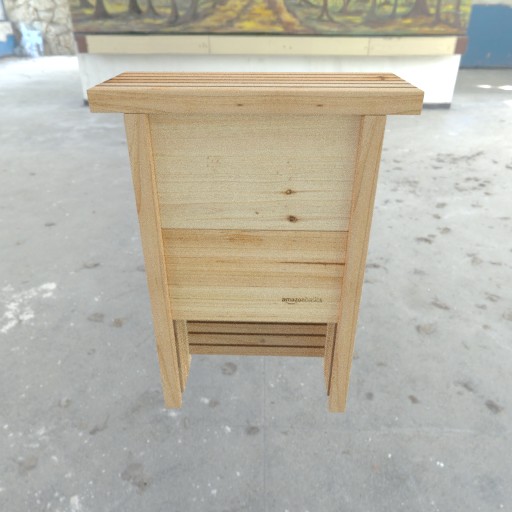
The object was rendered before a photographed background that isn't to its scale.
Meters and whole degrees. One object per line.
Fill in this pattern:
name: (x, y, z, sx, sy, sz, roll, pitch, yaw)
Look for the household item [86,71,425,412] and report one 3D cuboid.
household item: (0.000, 0.000, 0.546, 0.301, 0.407, 0.123, 1, 30, 2)
